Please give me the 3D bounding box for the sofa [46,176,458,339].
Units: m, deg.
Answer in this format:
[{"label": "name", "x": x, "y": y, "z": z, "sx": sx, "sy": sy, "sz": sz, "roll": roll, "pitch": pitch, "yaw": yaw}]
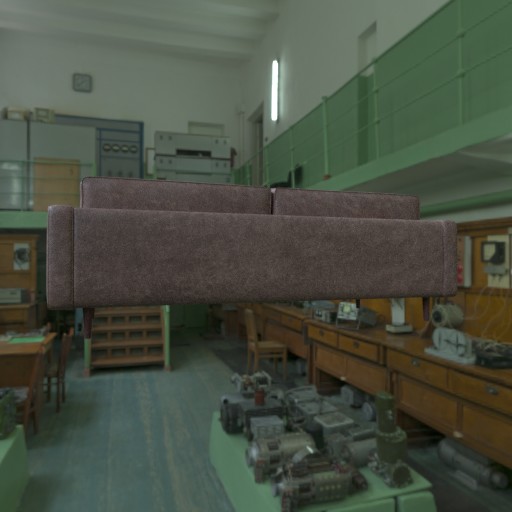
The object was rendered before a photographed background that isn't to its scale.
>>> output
[{"label": "sofa", "x": 0.000, "y": 0.000, "z": 2.659, "sx": 2.210, "sy": 0.762, "sz": 0.914, "roll": 0, "pitch": -1, "yaw": -19}]
